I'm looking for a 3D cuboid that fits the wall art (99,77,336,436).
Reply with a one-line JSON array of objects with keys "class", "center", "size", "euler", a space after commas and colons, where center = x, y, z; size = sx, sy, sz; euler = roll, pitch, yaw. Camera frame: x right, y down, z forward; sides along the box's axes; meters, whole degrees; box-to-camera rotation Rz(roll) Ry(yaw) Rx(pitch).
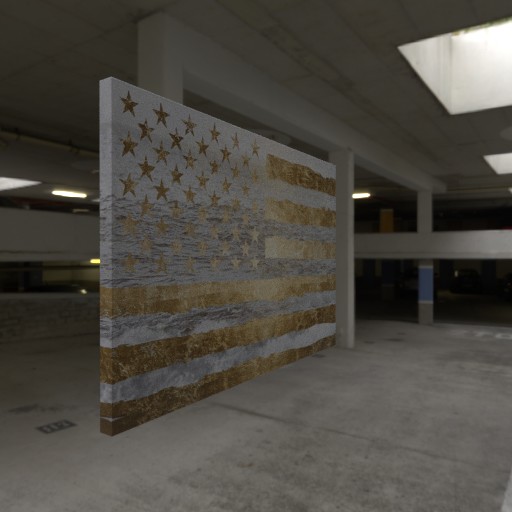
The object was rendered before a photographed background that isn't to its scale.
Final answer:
[{"class": "wall art", "center": [0.000, 0.000, 1.422], "size": [0.041, 0.762, 1.145], "euler": [0, 0, 34]}]
